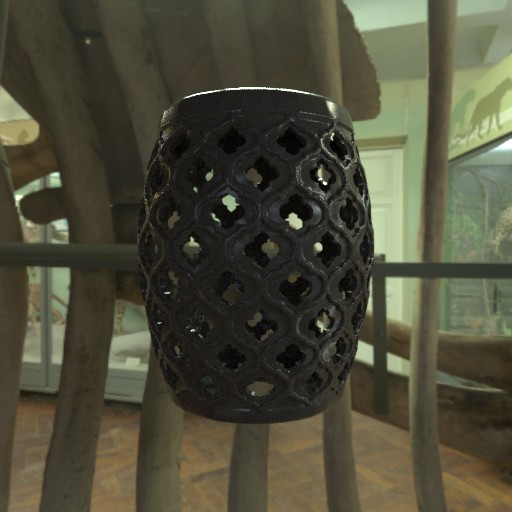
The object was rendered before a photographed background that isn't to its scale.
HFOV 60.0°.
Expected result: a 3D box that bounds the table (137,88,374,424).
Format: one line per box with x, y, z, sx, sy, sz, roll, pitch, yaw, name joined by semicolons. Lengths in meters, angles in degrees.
0.000;0.000;0.629;0.325;0.388;0.325;0;2;0;table
